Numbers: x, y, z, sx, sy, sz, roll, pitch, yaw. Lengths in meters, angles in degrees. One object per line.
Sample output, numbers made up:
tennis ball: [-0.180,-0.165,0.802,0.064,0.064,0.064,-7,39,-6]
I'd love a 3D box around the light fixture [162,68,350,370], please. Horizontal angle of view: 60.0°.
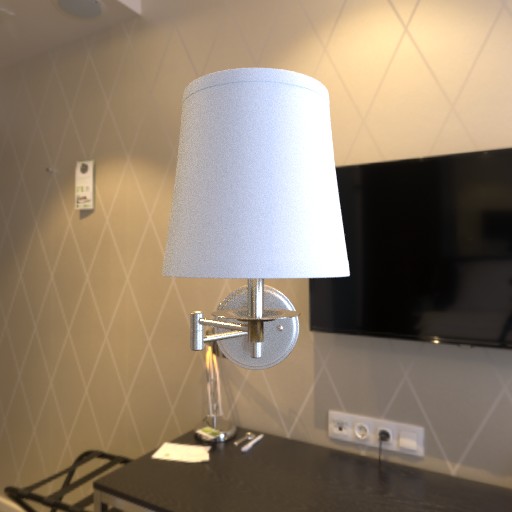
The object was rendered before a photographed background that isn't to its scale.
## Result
light fixture: [0.000,0.000,0.601,0.223,0.381,0.348,0,-1,0]
